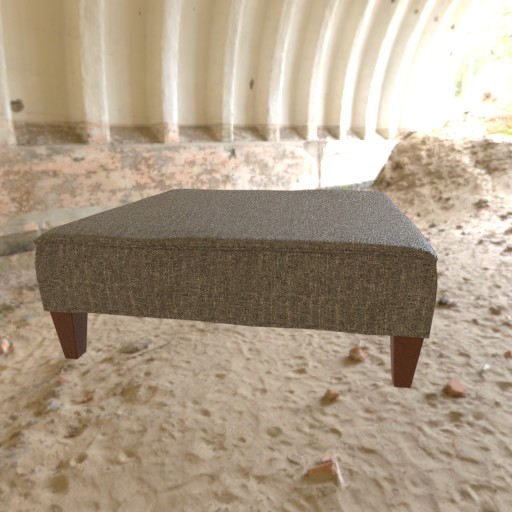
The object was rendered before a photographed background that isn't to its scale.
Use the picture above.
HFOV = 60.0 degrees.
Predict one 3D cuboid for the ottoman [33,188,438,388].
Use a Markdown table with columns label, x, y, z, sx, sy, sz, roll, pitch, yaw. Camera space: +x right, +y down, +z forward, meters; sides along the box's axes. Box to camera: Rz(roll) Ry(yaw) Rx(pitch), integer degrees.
| label | x | y | z | sx | sy | sz | roll | pitch | yaw |
| --- | --- | --- | --- | --- | --- | --- | --- | --- | --- |
| ottoman | 0.000 | 0.000 | 1.529 | 0.981 | 0.379 | 1.016 | 2 | 15 | 9 |
